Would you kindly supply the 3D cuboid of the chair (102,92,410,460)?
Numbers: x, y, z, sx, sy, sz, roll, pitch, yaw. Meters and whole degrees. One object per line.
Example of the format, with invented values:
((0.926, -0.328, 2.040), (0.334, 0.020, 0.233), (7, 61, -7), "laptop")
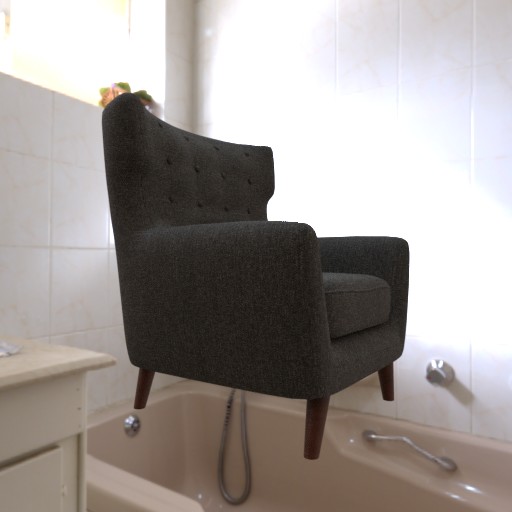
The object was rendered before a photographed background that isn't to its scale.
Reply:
((0.000, 0.000, 1.635), (0.904, 1.063, 0.878), (-1, -1, 36), "chair")
